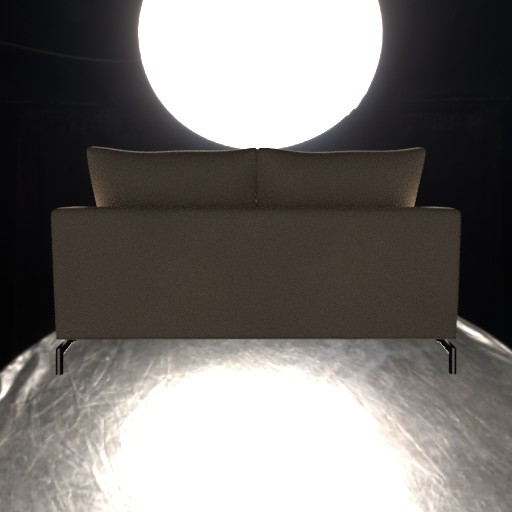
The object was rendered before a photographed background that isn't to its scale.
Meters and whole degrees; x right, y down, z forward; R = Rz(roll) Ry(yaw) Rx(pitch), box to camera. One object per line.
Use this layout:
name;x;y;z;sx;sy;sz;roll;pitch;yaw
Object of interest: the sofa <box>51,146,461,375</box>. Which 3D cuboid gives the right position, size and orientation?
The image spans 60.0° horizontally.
sofa;0.000;0.000;2.310;1.739;0.995;0.906;0;0;0
